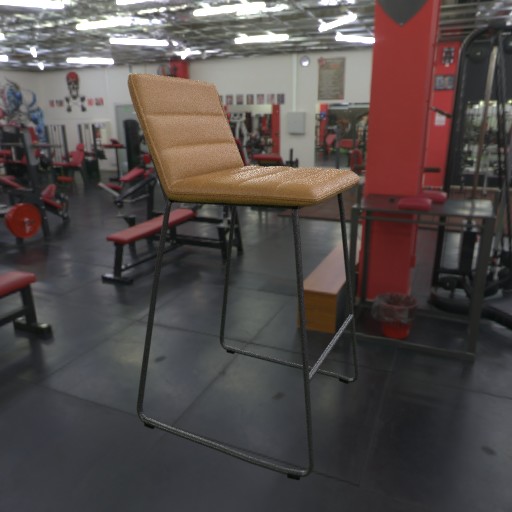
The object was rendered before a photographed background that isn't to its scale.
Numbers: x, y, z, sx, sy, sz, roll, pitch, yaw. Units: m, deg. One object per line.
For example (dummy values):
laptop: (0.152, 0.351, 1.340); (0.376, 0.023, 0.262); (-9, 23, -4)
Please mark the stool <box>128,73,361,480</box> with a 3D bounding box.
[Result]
stool: (0.000, 0.000, 1.226); (0.524, 0.936, 0.489); (8, 19, 25)
